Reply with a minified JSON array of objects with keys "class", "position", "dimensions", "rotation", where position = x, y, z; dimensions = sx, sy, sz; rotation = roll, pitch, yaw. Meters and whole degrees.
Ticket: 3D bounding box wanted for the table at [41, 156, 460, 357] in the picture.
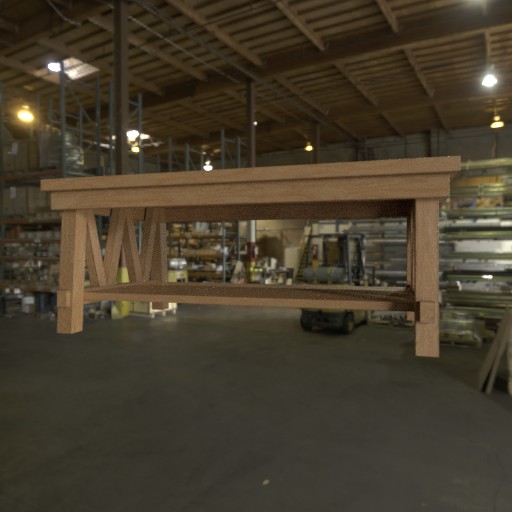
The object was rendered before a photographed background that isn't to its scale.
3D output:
[{"class":"table","position":[0.000,0.000,1.622],"dimensions":[1.270,0.507,0.711],"rotation":[0,1,17]}]
